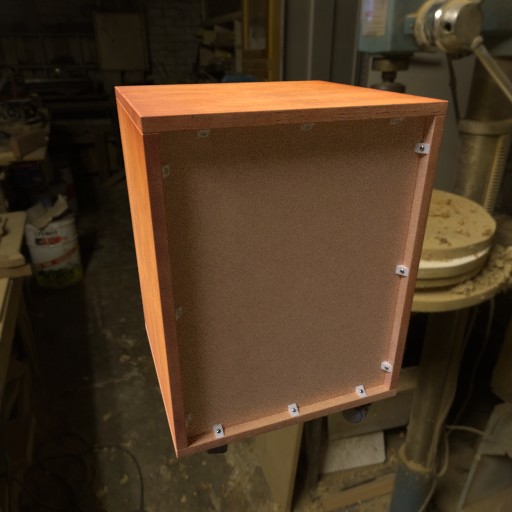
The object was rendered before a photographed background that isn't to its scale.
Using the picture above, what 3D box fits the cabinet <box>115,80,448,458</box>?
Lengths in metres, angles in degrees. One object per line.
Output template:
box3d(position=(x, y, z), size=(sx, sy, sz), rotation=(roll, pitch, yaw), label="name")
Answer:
box3d(position=(0.000, 0.000, 0.831), size=(0.409, 0.579, 0.401), rotation=(-9, 27, -18), label="cabinet")
